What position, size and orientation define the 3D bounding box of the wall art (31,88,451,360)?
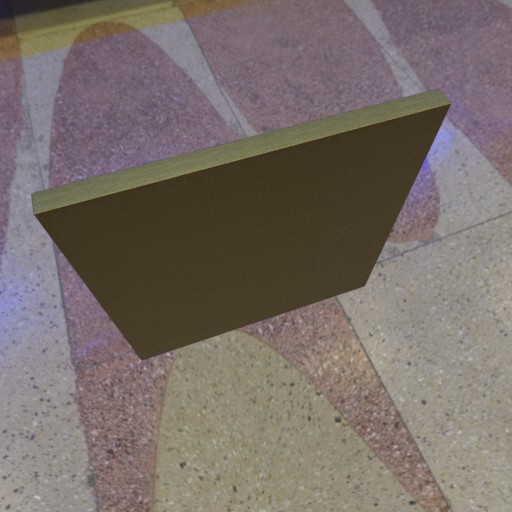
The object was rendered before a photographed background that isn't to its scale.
[{"bbox_3d":[0.000,0.000,0.730,0.503,0.506,0.031,-17,61,-10],"label":"wall art"}]
